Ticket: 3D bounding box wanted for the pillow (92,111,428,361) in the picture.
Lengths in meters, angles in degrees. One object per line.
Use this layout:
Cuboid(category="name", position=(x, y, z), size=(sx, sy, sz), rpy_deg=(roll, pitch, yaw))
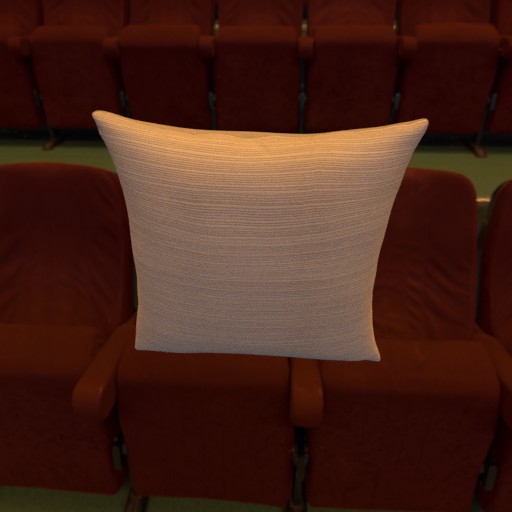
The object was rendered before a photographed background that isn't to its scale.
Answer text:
Cuboid(category="pillow", position=(0.000, 0.000, 0.793), size=(0.512, 0.497, 0.204), rpy_deg=(2, 32, 3))
